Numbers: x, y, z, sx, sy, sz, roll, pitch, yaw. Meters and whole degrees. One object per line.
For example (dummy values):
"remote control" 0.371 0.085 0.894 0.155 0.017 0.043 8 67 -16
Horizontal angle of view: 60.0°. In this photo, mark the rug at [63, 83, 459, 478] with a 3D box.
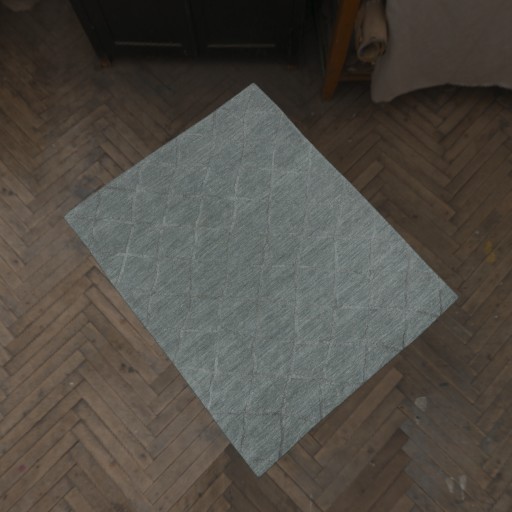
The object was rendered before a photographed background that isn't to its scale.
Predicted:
"rug" 0.000 0.000 4.228 2.438 0.013 3.048 -38 78 -10
